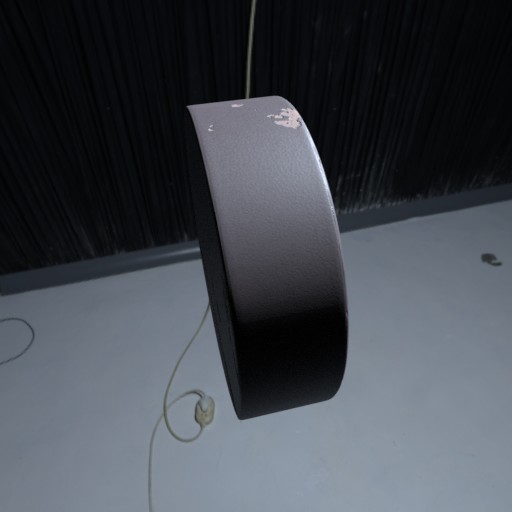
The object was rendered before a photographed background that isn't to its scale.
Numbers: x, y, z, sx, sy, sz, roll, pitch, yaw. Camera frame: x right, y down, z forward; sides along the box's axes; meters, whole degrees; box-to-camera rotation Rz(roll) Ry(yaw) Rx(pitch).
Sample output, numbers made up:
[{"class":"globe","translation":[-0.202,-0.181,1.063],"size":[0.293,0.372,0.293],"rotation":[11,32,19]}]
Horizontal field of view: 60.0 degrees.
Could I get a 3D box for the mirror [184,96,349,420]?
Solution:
[{"class":"mirror","translation":[0.000,0.000,0.578],"size":[0.126,0.386,0.386],"rotation":[-10,47,-9]}]
